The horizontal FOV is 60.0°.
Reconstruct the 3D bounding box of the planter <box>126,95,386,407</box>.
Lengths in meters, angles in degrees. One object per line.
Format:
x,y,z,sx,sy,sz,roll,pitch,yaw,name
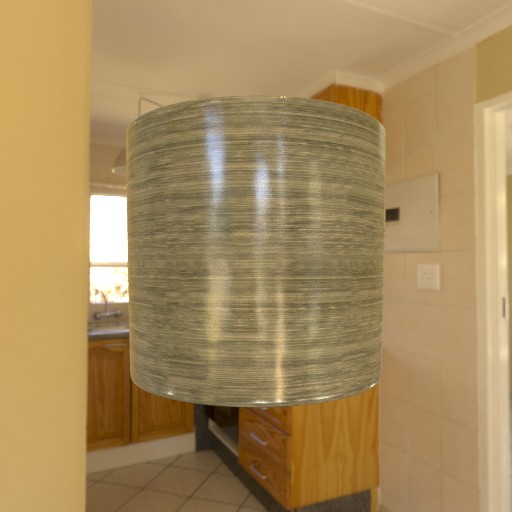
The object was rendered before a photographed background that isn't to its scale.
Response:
0.000,0.000,0.391,0.221,0.201,0.221,0,-1,0,planter
